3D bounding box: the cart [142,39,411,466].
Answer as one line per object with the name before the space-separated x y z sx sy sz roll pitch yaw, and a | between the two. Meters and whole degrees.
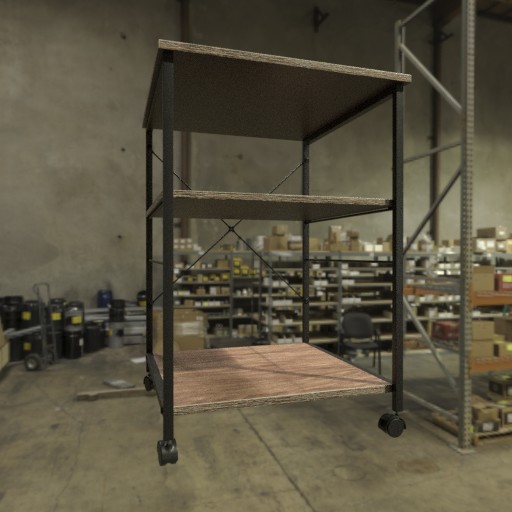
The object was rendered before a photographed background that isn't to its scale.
cart | 0.000 0.000 1.103 0.521 0.762 0.520 0 0 -17
